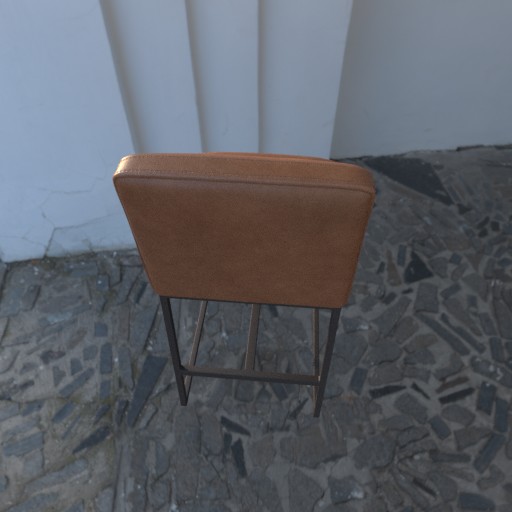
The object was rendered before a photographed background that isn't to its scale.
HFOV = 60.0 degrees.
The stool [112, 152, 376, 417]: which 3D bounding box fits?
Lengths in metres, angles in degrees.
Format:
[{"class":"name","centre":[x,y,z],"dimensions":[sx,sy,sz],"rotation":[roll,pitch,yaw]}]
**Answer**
[{"class":"stool","centre":[0.000,0.000,1.215],"dimensions":[0.458,0.940,0.556],"rotation":[4,47,3]}]
